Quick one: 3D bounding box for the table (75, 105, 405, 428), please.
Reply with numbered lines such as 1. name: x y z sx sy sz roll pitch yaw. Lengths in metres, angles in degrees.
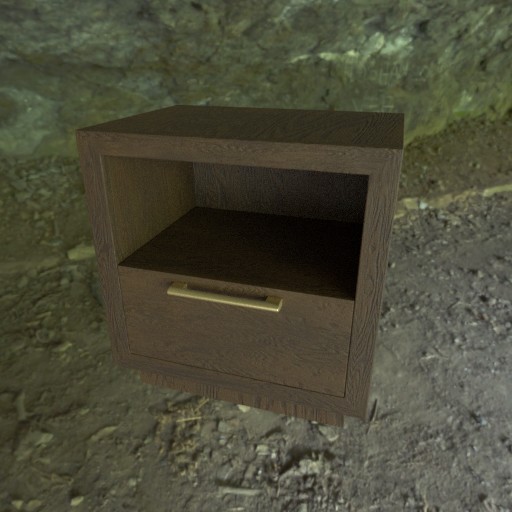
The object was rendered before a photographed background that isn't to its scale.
1. table: 0.000 0.000 0.997 0.560 0.585 0.439 7 26 15
